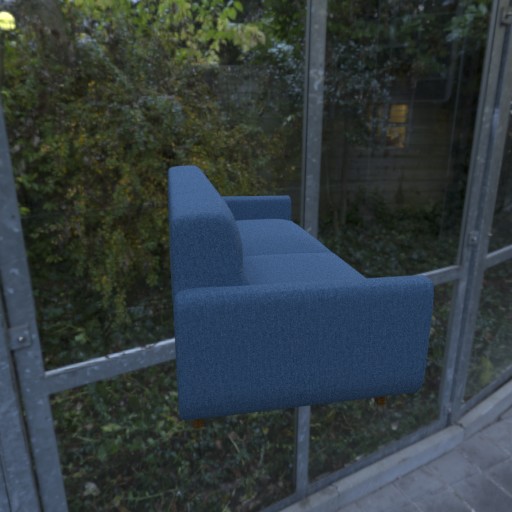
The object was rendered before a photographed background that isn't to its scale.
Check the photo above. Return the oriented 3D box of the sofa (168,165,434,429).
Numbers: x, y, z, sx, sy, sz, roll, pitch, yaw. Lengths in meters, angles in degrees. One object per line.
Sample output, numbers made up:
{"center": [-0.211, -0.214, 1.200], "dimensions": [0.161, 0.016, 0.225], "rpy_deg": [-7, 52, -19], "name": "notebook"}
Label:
{"center": [0.000, 0.000, 2.501], "dimensions": [0.942, 0.884, 2.055], "rpy_deg": [-3, 17, -11], "name": "sofa"}
